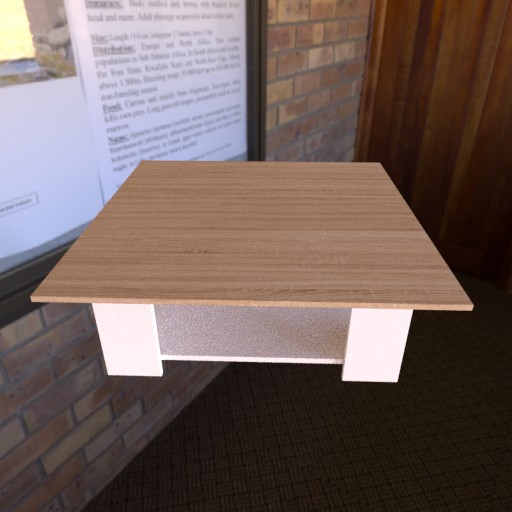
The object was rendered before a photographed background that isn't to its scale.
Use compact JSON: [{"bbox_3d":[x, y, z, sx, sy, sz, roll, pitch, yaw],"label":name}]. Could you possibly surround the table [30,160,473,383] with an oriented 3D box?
[{"bbox_3d":[0.000,0.000,1.349,0.890,0.305,0.890,1,30,2],"label":"table"}]
